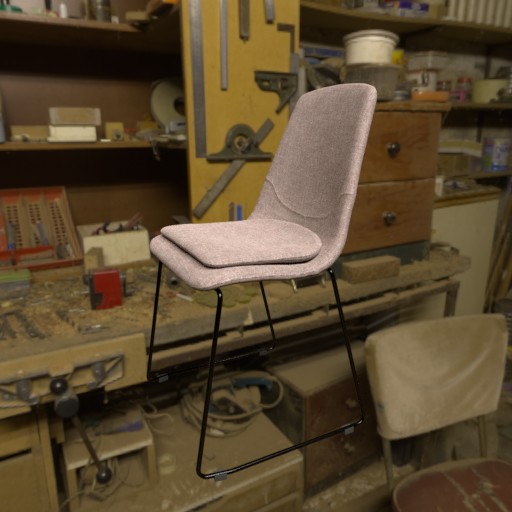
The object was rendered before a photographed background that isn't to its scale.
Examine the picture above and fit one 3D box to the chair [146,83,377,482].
[{"bbox_3d":[0.000,0.000,1.154,0.518,0.858,0.479,-8,18,-26],"label":"chair"}]
